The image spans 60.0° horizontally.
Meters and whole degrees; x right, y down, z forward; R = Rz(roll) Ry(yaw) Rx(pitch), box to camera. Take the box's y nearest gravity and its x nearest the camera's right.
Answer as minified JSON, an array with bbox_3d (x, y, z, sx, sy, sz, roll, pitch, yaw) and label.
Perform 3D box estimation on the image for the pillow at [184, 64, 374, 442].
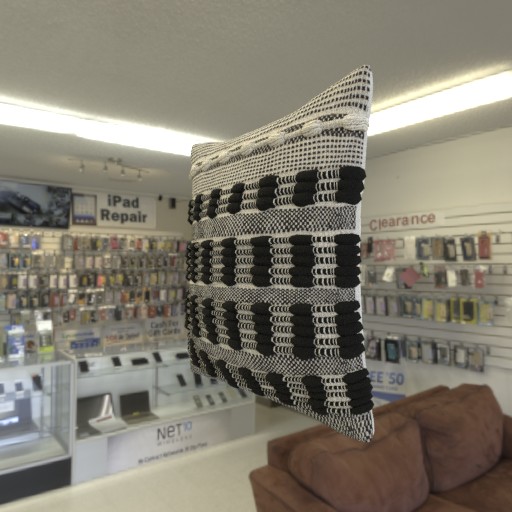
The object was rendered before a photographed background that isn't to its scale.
[{"bbox_3d":[0.000,0.000,0.678,0.156,0.438,0.436,1,-1,-36],"label":"pillow"}]
